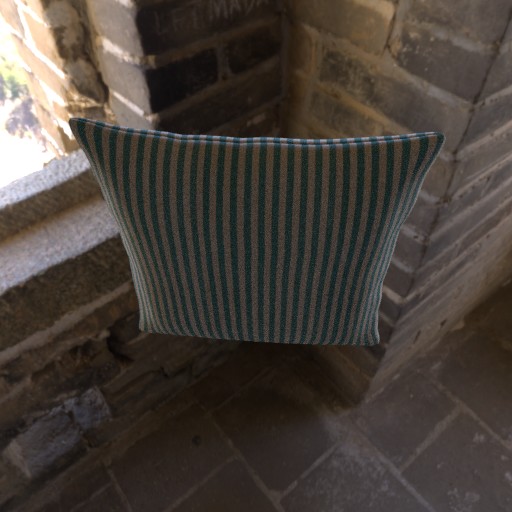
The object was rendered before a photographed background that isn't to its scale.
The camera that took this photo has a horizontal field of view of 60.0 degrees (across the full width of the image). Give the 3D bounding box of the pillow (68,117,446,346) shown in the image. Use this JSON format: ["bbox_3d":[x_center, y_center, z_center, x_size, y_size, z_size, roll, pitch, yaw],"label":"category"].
[{"bbox_3d":[0.000,0.000,0.784,0.523,0.510,0.166,3,45,3],"label":"pillow"}]
